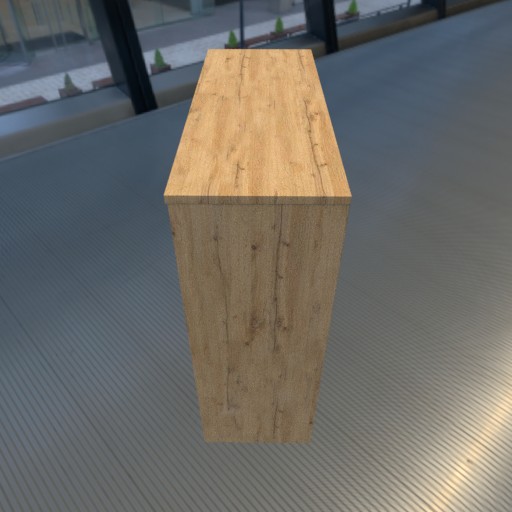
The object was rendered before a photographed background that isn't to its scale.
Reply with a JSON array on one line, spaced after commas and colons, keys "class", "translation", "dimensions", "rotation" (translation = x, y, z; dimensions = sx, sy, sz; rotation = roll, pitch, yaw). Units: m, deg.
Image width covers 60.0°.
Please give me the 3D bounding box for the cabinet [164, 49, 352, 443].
[{"class": "cabinet", "translation": [0.000, 0.000, 1.967], "dimensions": [0.473, 1.397, 1.168], "rotation": [0, 41, 0]}]
